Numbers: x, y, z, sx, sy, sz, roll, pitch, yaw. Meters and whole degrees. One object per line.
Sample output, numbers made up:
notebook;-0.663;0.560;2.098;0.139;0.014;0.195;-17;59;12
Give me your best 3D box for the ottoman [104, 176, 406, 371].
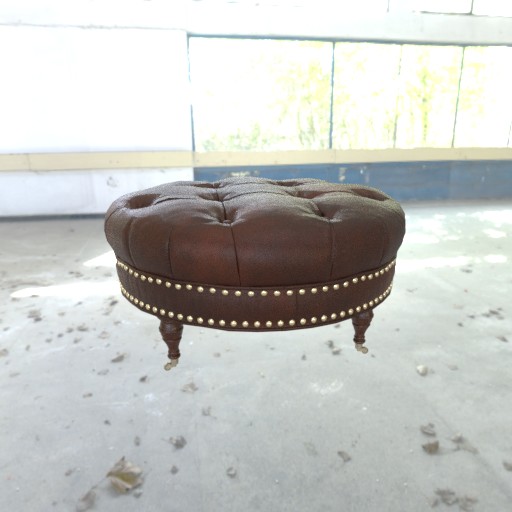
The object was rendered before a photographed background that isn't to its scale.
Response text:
ottoman;0.000;0.000;1.416;0.901;0.455;0.901;0;17;0
